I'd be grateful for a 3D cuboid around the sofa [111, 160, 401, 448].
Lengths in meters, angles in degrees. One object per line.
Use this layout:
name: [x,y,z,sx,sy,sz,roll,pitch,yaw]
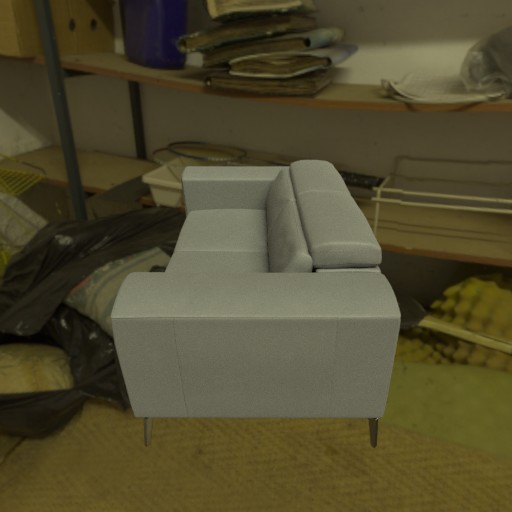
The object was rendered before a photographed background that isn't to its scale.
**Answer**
sofa: [0.000,0.000,2.412,1.003,0.779,1.895,0,26,0]
